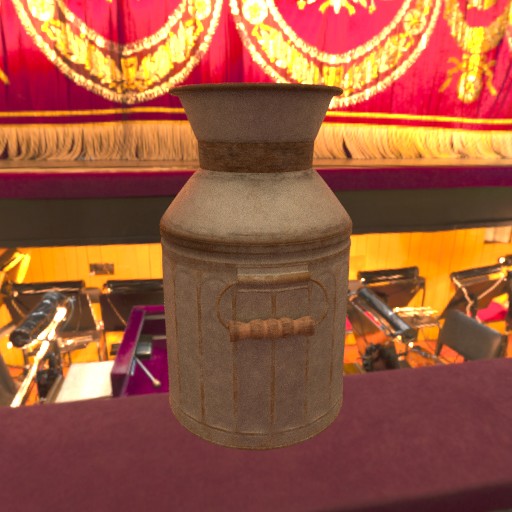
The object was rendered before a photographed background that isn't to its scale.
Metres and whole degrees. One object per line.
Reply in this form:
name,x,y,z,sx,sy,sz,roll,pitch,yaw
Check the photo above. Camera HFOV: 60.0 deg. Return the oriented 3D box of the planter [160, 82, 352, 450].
planter,0.000,0.000,0.507,0.215,0.358,0.248,-3,17,-9
